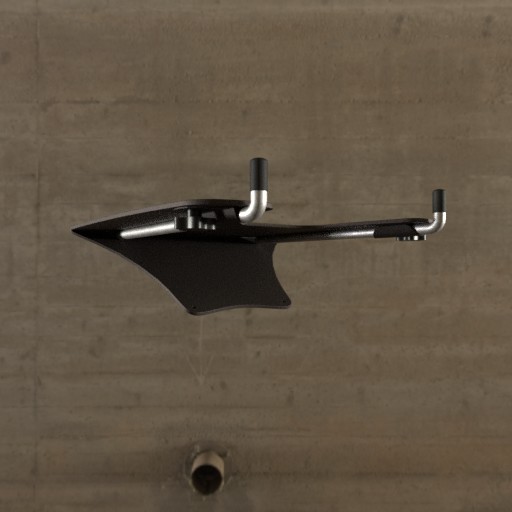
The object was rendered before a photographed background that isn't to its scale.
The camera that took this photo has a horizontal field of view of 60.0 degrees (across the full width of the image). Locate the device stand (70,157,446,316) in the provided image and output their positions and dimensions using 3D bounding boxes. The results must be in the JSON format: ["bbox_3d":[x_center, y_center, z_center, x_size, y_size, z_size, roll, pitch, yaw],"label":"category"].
[{"bbox_3d":[0.000,0.000,0.353,0.230,0.092,0.230,1,-1,-36],"label":"device stand"}]
